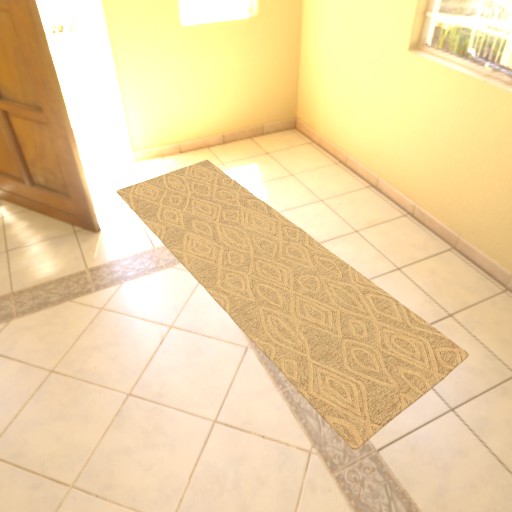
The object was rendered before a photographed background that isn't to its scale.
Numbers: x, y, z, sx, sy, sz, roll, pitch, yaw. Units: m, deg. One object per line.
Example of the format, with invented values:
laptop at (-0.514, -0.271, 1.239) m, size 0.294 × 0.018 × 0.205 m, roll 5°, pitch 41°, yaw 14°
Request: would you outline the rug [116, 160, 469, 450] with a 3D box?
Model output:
rug at (0.000, 0.000, 2.711) m, size 0.807 × 0.013 × 2.436 m, roll -26°, pitch 47°, yaw -27°
